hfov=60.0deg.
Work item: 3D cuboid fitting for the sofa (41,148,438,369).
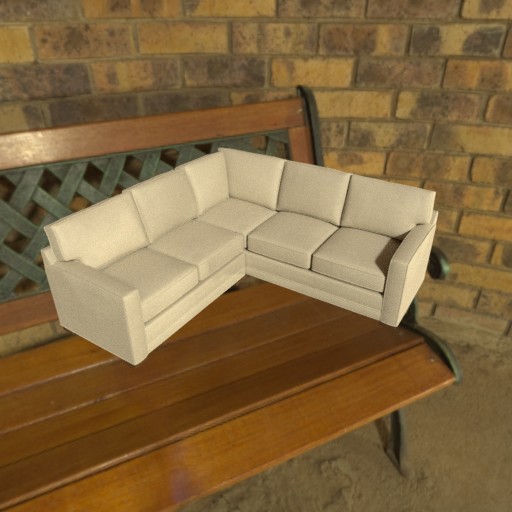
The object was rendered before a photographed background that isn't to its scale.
[{"bbox_3d":[0.000,0.000,3.466,2.189,0.939,2.182,18,35,28],"label":"sofa"}]
